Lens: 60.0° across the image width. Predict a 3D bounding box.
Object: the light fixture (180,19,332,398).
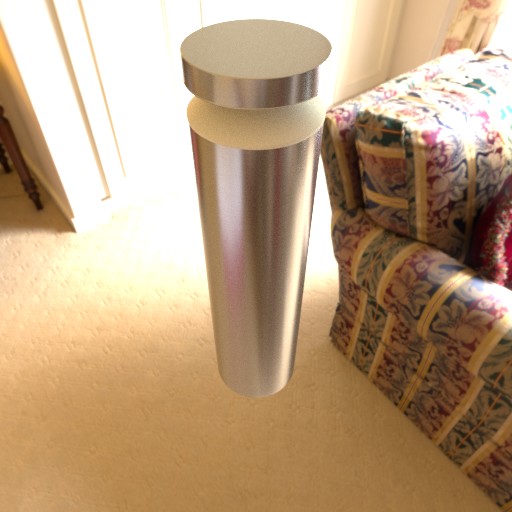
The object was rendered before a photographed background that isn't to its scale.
[{"bbox_3d":[0.000,0.000,0.436,0.102,0.400,0.102,9,47,9],"label":"light fixture"}]
